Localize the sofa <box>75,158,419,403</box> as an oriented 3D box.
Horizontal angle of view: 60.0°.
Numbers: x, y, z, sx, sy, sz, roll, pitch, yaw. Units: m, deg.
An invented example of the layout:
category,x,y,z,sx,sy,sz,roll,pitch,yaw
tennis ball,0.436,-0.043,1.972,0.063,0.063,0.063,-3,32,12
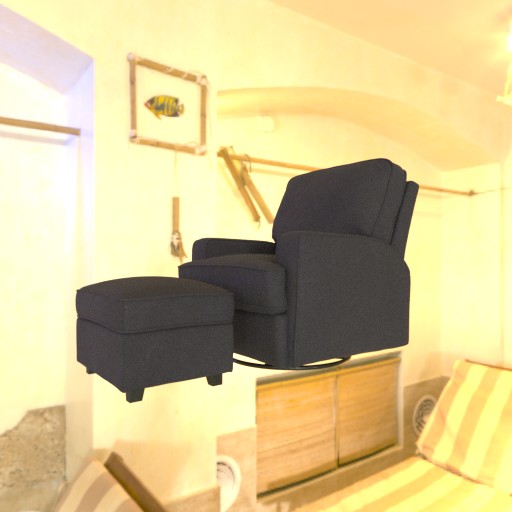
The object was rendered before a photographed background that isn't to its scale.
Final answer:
category,x,y,z,sx,sy,sz,roll,pitch,yaw
sofa,0.000,0.000,2.040,1.472,0.959,0.861,0,0,-37
